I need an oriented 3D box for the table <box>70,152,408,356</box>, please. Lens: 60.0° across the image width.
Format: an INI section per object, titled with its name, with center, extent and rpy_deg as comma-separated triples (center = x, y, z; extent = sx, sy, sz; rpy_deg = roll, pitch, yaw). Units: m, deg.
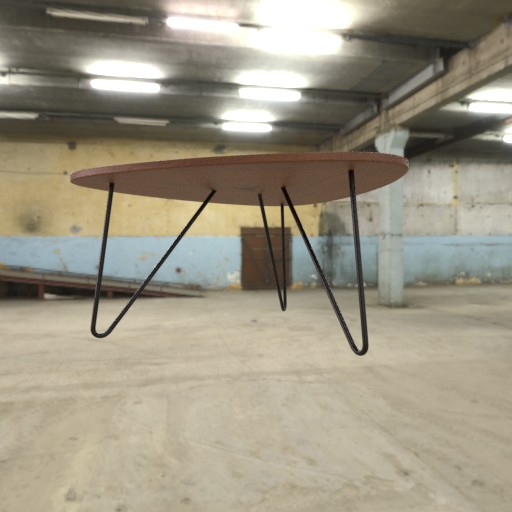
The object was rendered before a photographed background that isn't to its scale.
[table]
center = 0.000, 0.000, 1.303
extent = 0.833, 0.413, 0.821
rpy_deg = 0, 0, 17
